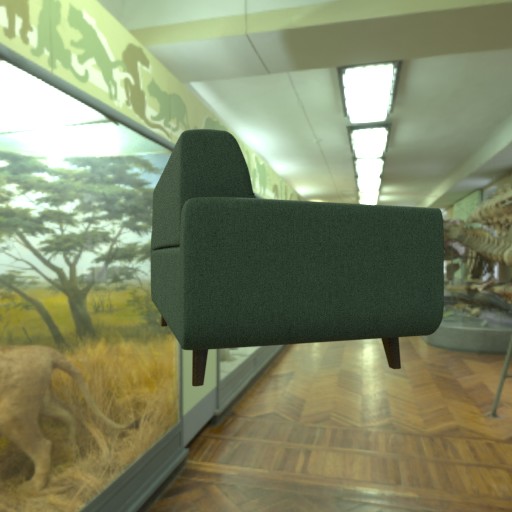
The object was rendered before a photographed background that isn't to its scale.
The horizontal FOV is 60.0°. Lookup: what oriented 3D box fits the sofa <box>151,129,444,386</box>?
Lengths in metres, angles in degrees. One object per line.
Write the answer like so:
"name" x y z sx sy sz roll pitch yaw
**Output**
"sofa" 0.000 0.000 2.160 0.909 0.841 1.631 0 0 -17
